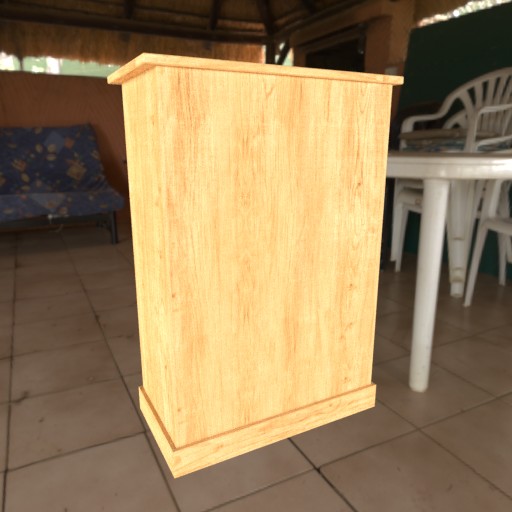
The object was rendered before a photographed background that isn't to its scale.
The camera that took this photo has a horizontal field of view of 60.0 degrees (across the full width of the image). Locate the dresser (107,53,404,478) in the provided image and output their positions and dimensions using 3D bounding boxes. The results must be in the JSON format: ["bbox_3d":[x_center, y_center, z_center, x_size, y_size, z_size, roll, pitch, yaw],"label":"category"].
[{"bbox_3d":[0.000,0.000,1.707,0.915,1.300,0.485,-8,16,-27],"label":"dresser"}]
